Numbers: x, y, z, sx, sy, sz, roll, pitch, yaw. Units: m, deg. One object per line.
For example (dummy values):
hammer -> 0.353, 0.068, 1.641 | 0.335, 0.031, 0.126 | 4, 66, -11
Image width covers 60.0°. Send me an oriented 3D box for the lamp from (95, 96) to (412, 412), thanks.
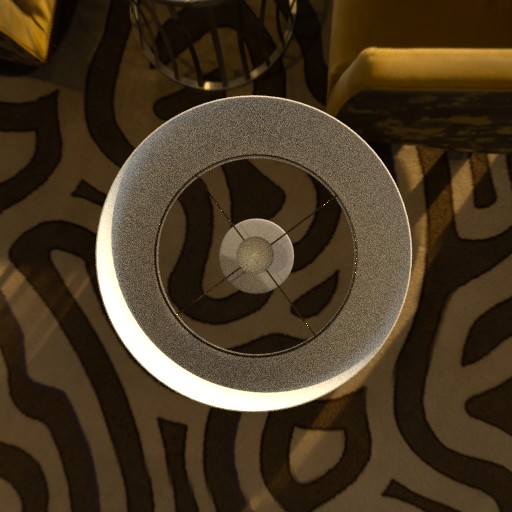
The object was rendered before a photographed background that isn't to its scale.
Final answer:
lamp -> 0.000, 0.000, 0.510 | 0.229, 0.380, 0.229 | 0, 89, 1
